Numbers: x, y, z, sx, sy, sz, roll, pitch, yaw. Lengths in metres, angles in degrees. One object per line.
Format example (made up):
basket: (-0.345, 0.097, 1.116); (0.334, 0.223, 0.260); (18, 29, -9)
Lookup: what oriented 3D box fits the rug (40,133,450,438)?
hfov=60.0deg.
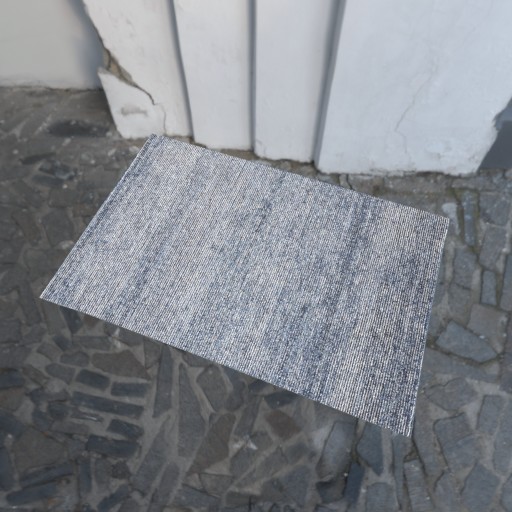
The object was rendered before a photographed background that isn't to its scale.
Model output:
rug: (0.000, 0.000, 2.180); (1.740, 0.010, 1.135); (18, 61, 10)
